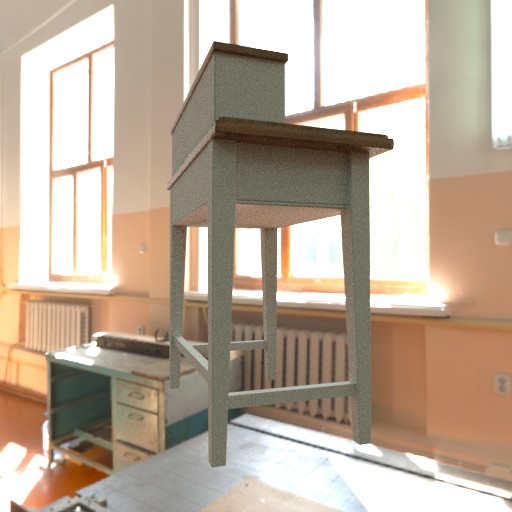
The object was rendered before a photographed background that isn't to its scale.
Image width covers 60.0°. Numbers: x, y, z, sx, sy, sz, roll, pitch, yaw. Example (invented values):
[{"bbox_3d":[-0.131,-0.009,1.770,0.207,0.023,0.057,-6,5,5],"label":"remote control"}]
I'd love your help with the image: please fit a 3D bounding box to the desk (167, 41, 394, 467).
[{"bbox_3d":[0.000,0.000,1.429,0.462,0.981,0.814,0,-1,-19],"label":"desk"}]
